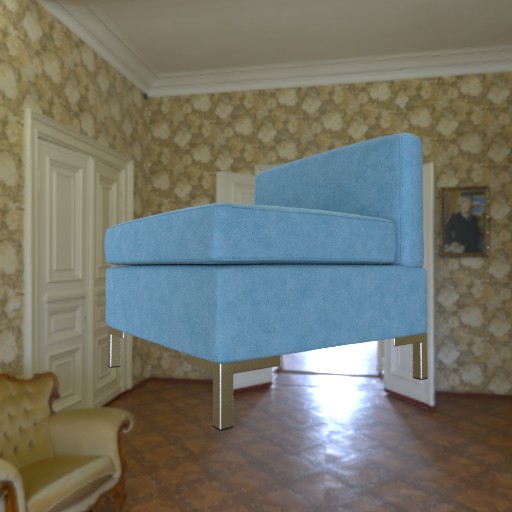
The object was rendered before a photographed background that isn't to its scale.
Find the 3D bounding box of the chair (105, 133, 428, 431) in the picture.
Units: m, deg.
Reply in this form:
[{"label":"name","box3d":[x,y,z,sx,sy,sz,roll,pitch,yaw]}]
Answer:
[{"label":"chair","box3d":[0.000,0.000,1.263,0.685,0.660,0.684,1,-2,-36]}]
